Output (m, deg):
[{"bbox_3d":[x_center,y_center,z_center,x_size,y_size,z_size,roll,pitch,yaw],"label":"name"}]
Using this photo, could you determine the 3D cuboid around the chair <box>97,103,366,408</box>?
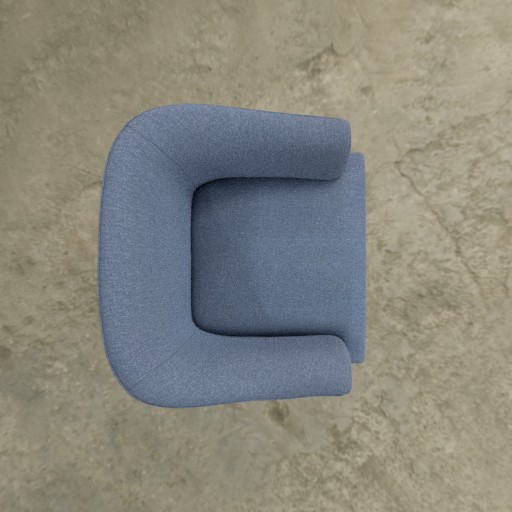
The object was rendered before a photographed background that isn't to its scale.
[{"bbox_3d":[0.000,0.000,1.395,0.704,0.815,0.772,0,90,1],"label":"chair"}]
